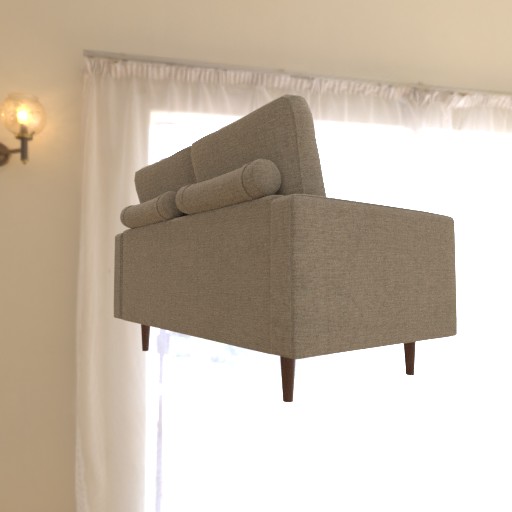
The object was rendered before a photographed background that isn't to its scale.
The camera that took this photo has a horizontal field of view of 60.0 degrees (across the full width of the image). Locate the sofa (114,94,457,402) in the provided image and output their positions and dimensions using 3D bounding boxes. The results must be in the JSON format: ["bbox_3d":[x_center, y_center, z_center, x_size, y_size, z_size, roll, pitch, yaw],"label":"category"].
[{"bbox_3d":[0.000,0.000,1.930,0.842,0.907,1.407,2,-3,-36],"label":"sofa"}]
